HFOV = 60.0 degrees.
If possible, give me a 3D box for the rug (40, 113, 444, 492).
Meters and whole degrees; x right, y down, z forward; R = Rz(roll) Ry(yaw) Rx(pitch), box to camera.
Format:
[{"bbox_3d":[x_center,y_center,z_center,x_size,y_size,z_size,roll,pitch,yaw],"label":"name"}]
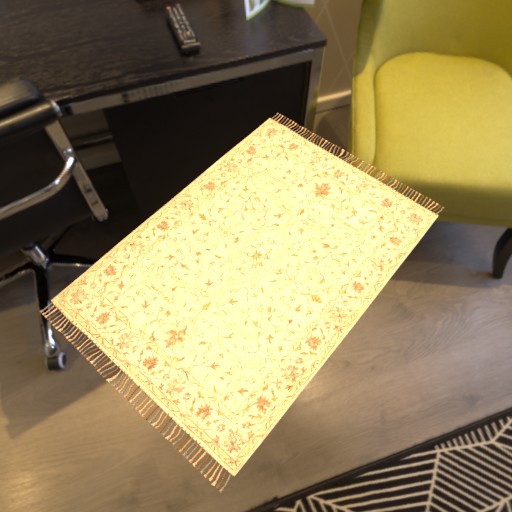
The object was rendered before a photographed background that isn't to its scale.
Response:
[{"bbox_3d":[0.000,0.000,2.322,1.218,0.017,1.861,36,65,20],"label":"rug"}]
